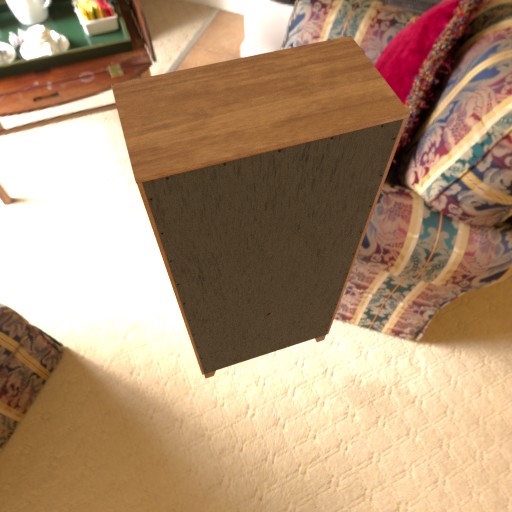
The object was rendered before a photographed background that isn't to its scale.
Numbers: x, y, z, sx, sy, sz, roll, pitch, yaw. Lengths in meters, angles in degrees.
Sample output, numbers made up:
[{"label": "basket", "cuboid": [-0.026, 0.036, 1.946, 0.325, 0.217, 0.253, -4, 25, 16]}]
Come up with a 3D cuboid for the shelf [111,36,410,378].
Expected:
[{"label": "shelf", "cuboid": [0.000, 0.000, 2.241, 0.864, 1.930, 0.453, -16, 59, -10]}]
